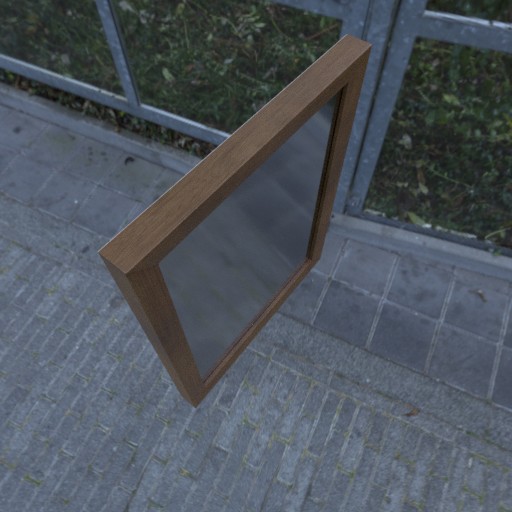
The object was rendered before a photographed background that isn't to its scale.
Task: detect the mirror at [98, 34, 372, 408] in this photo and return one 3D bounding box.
[{"bbox_3d":[0.000,0.000,0.679,0.041,0.508,0.405,34,65,19],"label":"mirror"}]
